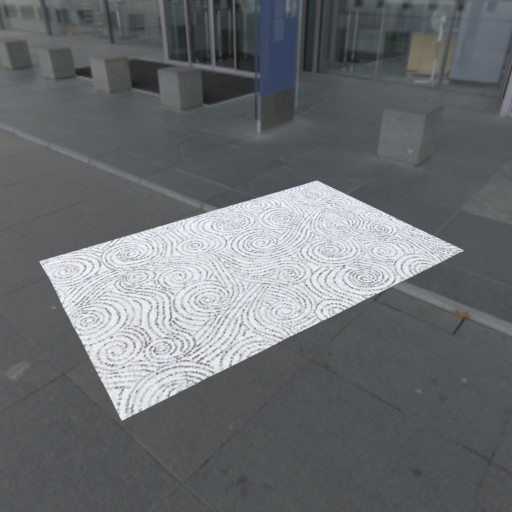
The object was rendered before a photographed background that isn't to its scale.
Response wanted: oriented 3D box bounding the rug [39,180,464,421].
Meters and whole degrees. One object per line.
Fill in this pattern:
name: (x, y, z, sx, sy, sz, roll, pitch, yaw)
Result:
rug: (0.000, 0.000, 2.991, 2.439, 0.005, 1.524, -20, 37, -29)
